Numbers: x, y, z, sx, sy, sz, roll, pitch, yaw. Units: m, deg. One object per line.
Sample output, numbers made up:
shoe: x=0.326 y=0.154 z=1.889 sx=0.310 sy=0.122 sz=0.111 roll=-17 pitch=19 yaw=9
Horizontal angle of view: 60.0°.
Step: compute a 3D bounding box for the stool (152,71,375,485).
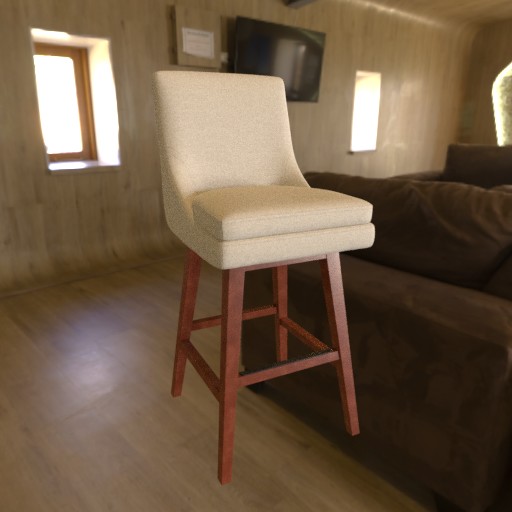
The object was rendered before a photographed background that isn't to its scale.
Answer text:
stool: x=0.000 y=0.000 z=1.362 sx=0.470 sy=1.092 sz=0.559 roll=-8 pitch=18 yaw=-26
